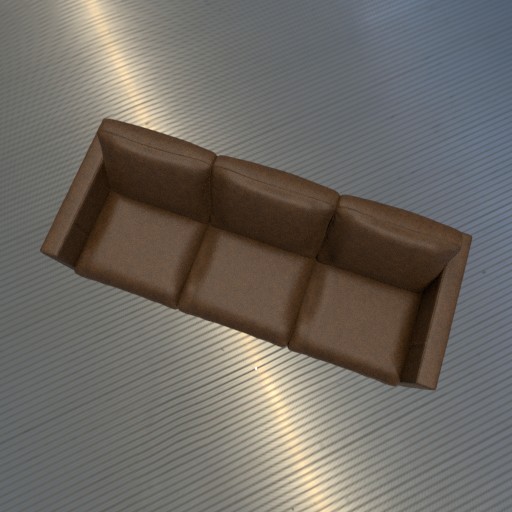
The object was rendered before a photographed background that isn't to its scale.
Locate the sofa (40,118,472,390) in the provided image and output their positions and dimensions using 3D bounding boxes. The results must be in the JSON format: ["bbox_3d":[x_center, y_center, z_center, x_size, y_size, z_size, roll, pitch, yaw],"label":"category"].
[{"bbox_3d":[0.000,0.000,2.646,2.231,0.930,0.903,19,77,5],"label":"sofa"}]
